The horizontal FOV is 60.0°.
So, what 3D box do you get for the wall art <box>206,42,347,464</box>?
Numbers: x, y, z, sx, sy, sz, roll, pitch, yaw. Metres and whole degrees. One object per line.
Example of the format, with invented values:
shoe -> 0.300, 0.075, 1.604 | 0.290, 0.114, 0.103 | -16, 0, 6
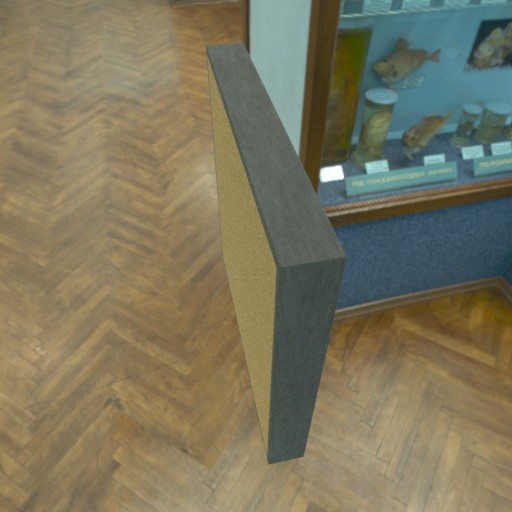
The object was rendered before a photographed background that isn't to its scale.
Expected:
wall art -> 0.000, 0.000, 0.449 | 0.038, 0.302, 0.303 | -9, 47, -8
